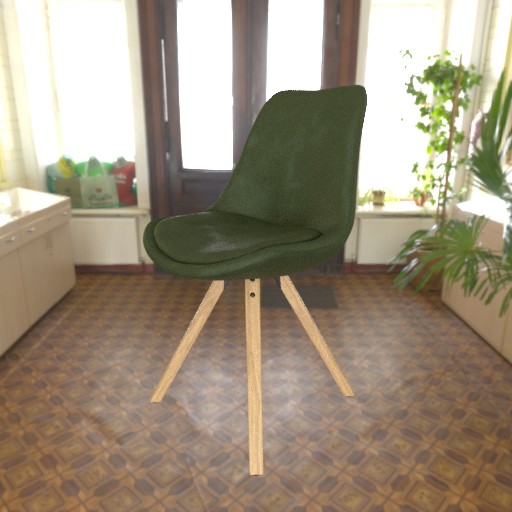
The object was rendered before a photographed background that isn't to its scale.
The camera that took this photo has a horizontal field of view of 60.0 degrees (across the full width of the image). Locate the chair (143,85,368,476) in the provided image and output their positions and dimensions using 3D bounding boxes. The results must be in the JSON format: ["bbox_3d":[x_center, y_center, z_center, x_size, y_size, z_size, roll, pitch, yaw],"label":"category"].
[{"bbox_3d":[0.000,0.000,1.175,0.483,0.865,0.547,15,22,41],"label":"chair"}]
